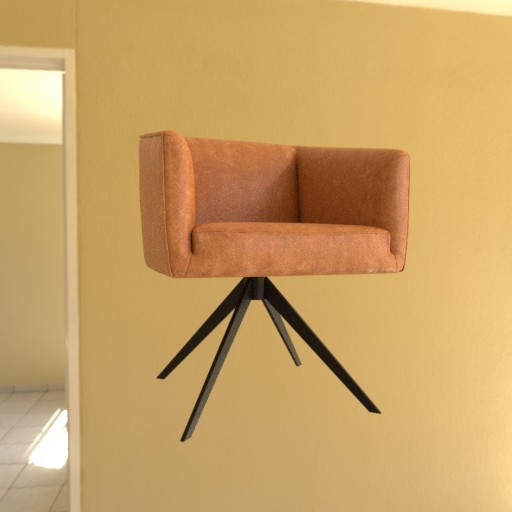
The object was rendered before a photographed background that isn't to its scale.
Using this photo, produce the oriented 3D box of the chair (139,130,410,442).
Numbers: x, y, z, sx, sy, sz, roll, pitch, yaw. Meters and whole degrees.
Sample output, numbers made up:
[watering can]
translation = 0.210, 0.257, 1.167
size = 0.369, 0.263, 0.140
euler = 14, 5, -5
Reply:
[chair]
translation = 0.000, 0.000, 1.215
size = 0.588, 0.760, 0.625
euler = 0, 1, -19
